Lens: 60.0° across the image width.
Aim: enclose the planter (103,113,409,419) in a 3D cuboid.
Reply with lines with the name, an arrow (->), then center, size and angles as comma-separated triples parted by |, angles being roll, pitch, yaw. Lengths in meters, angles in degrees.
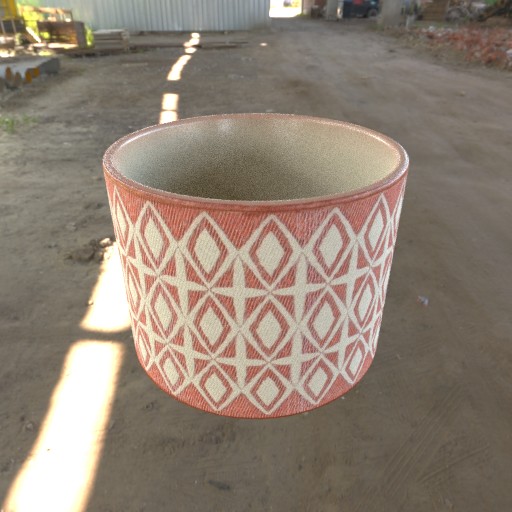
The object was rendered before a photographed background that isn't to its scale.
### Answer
planter -> 0.000, 0.000, 0.470 | 0.273, 0.237, 0.273 | 0, 30, 0
